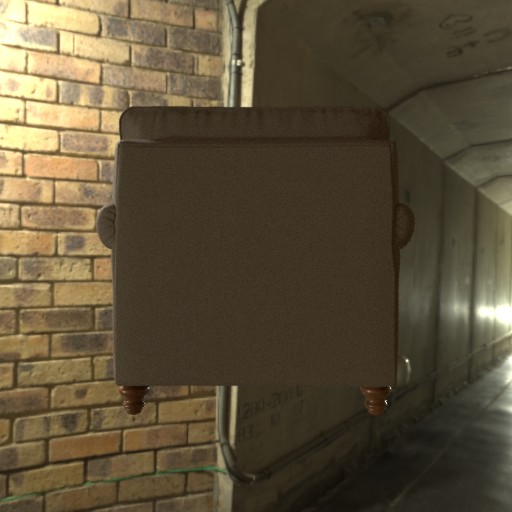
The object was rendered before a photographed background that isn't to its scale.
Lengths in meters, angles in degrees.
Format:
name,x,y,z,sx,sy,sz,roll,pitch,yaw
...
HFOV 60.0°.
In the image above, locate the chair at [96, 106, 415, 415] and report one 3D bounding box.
name,x,y,z,sx,sy,sz,roll,pitch,yaw
chair,0.000,0.000,1.743,1.029,0.967,0.966,0,-1,0
